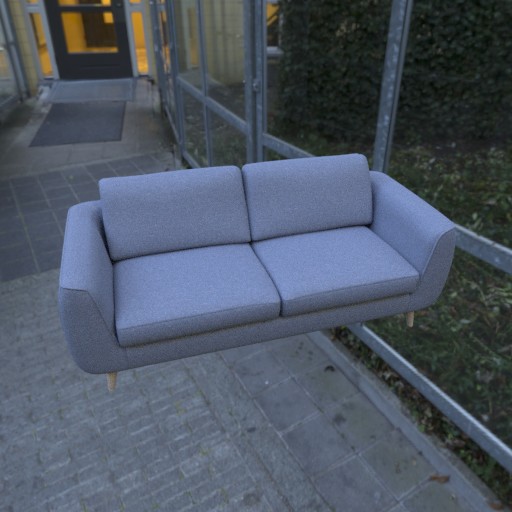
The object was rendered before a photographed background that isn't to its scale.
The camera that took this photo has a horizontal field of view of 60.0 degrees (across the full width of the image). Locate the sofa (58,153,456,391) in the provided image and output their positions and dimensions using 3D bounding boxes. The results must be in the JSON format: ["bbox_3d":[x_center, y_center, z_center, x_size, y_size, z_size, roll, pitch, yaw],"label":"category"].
[{"bbox_3d":[0.000,0.000,2.552,2.000,0.870,0.920,-9,32,-14],"label":"sofa"}]
